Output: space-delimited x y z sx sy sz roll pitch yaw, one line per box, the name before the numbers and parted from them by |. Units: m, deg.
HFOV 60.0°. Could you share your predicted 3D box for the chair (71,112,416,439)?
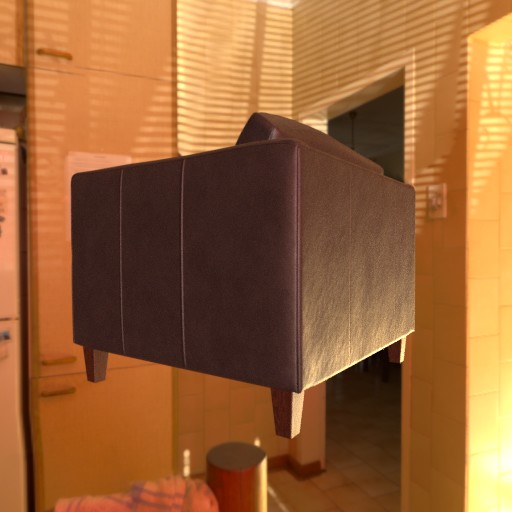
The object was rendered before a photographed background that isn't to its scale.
chair | 0.000 0.000 1.574 0.862 0.811 0.939 1 1 35
